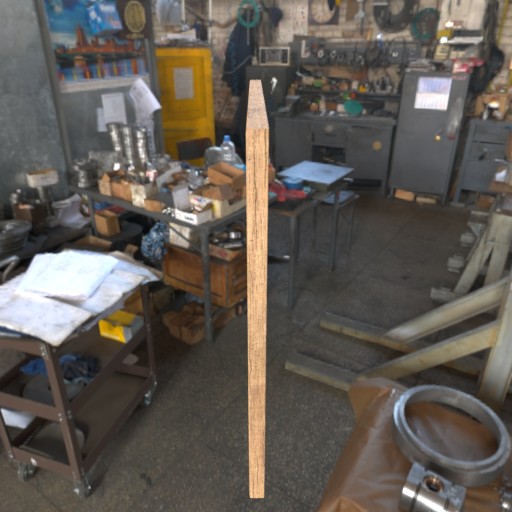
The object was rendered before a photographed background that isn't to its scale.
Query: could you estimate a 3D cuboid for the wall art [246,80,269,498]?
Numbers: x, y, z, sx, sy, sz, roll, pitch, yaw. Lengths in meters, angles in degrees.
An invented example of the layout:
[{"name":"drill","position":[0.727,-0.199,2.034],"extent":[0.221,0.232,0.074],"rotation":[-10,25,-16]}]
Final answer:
[{"name":"wall art","position":[0.000,0.000,1.007],"extent":[0.029,0.691,0.695],"rotation":[0,26,0]}]
